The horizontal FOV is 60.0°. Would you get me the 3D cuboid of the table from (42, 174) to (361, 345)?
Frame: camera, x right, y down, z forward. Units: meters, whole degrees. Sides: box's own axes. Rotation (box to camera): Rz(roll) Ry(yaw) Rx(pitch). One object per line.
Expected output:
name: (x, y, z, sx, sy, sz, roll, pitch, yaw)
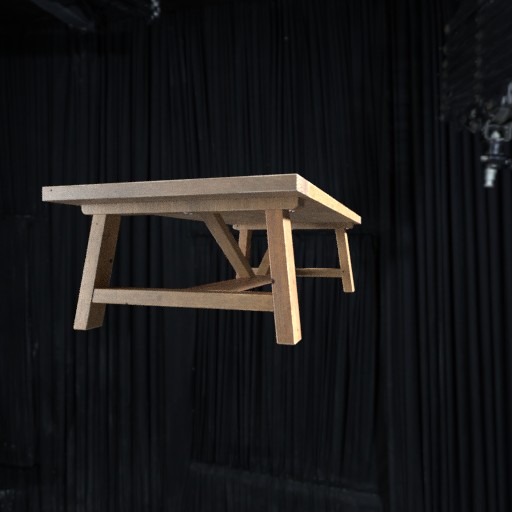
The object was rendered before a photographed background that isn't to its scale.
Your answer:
table: (0.000, 0.000, 2.124, 0.820, 0.465, 1.800, 0, 1, 18)
